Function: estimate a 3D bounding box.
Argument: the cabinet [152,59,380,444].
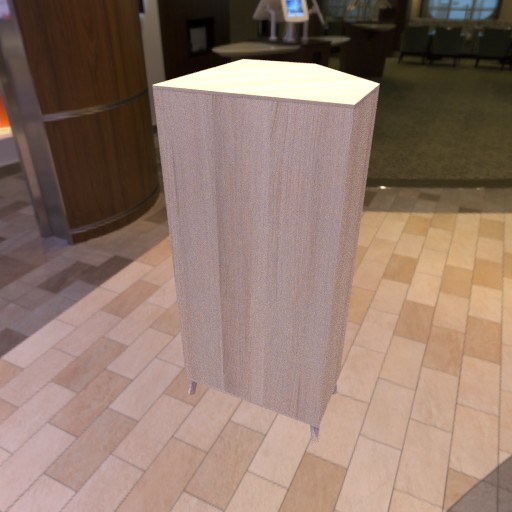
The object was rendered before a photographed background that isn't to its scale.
[{"bbox_3d":[0.000,0.000,2.596,0.969,1.957,1.272,-11,33,-17],"label":"cabinet"}]
